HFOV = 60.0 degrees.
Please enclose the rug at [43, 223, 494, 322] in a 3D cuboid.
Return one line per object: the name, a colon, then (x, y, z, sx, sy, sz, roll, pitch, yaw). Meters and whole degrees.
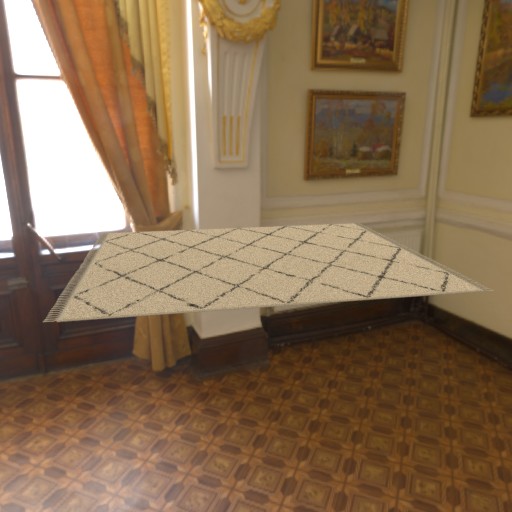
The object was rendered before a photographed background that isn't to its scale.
rug: (0.000, 0.000, 4.047, 3.051, 0.013, 2.380, -3, 16, -10)
